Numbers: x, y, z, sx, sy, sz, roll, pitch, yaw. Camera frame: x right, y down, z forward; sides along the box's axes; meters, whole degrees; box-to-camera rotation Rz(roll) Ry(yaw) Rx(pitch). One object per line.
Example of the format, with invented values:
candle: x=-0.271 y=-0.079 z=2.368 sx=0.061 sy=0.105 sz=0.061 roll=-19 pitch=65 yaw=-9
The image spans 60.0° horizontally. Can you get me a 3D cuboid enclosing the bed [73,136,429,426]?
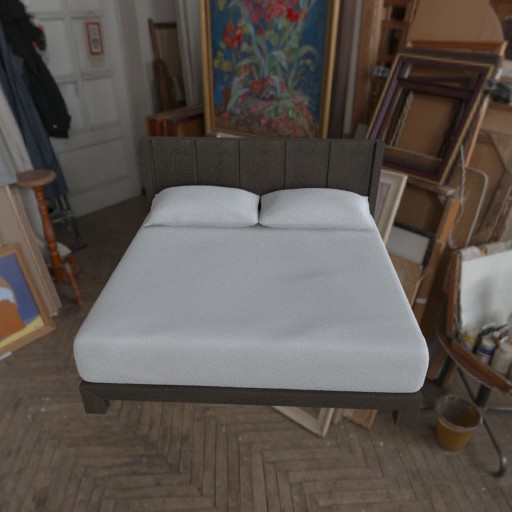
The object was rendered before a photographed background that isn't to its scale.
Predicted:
bed: x=0.000 y=0.000 z=3.400 sx=2.134 sy=1.270 sz=2.012 roll=1 pitch=30 yaw=2
